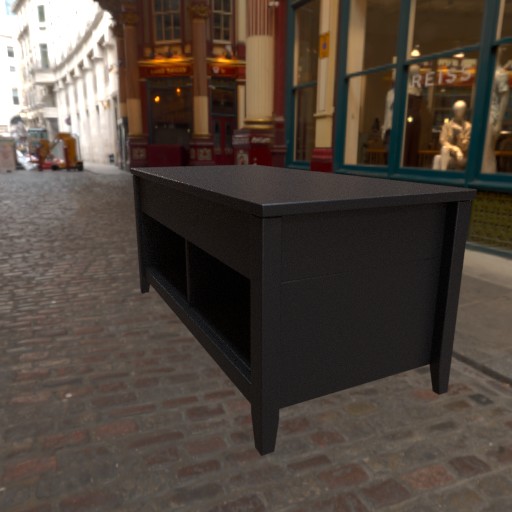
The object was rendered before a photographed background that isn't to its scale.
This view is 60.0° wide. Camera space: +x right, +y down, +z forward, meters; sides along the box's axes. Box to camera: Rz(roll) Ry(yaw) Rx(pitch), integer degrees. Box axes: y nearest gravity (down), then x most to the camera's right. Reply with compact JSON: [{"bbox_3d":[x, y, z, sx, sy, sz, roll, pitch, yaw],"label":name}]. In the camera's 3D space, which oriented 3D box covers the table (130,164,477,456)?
[{"bbox_3d":[0.000,0.000,1.279,0.483,0.457,1.016,-7,16,-25],"label":"table"}]
